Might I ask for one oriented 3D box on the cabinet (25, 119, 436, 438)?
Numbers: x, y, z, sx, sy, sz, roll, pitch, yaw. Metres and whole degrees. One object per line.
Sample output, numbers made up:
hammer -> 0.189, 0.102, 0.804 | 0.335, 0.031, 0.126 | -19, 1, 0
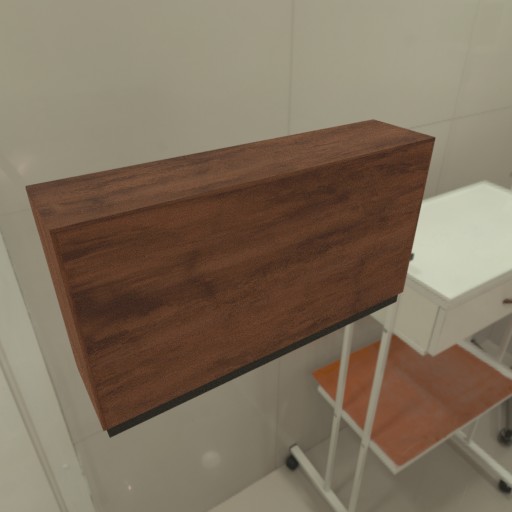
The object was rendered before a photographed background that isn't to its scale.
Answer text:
cabinet -> 0.000, 0.000, 1.948 | 1.600, 0.900, 0.420 | -18, 36, -28
